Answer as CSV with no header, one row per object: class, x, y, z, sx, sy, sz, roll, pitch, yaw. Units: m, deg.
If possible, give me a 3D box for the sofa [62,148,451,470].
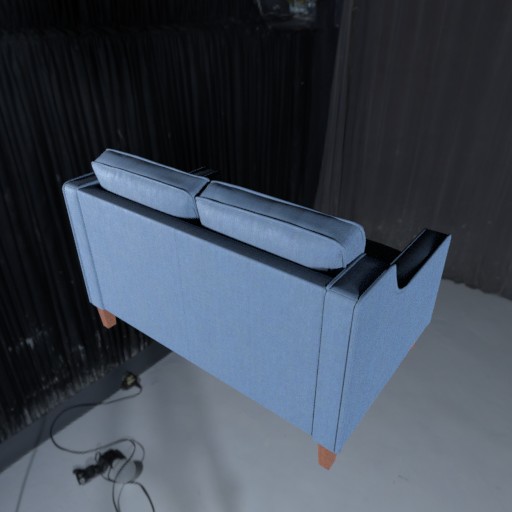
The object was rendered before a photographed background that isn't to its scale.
sofa,0.000,0.000,2.139,1.501,0.971,0.987,21,36,32
